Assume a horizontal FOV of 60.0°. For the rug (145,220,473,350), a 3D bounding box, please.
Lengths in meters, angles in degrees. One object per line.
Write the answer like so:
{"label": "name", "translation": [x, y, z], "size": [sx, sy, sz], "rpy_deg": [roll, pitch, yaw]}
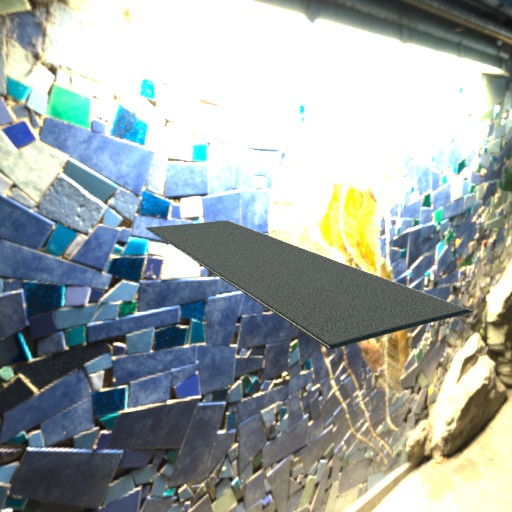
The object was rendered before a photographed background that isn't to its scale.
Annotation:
{"label": "rug", "translation": [0.000, 0.000, 2.430], "size": [0.662, 0.011, 2.196], "rpy_deg": [-8, 16, -27]}
